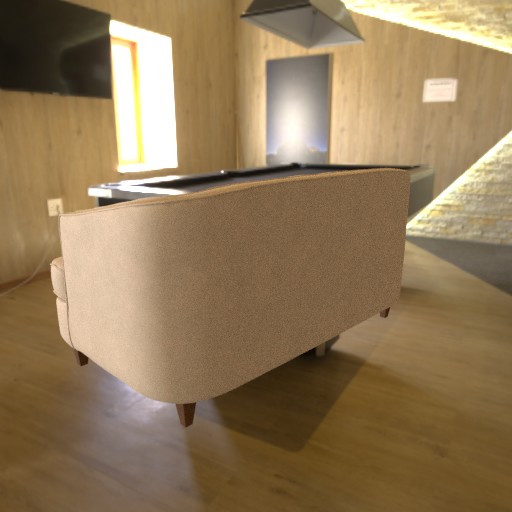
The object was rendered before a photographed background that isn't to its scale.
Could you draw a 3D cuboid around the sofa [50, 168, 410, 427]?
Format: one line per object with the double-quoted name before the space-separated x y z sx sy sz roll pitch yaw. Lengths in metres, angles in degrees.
"sofa" 0.000 0.000 2.248 1.731 0.878 0.940 -15 21 -43
